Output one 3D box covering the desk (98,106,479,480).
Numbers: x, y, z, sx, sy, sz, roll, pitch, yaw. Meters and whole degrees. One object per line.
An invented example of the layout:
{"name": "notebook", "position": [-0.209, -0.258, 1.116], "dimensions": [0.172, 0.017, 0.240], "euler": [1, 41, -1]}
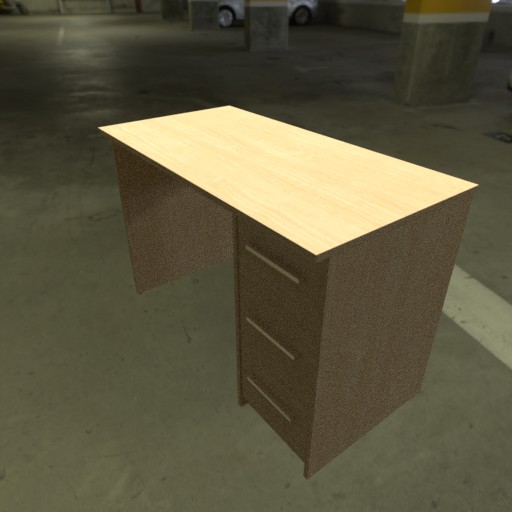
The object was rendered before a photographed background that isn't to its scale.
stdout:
{"name": "desk", "position": [0.000, 0.000, 1.522], "dimensions": [0.560, 0.735, 1.097], "euler": [-22, 37, -31]}
